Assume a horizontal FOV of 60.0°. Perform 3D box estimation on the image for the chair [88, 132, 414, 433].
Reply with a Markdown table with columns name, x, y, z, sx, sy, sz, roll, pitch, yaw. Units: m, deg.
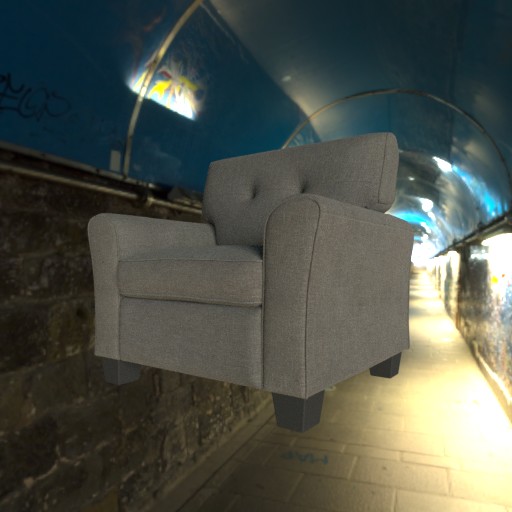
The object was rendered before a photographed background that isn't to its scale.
| name | x | y | z | sx | sy | sz | roll | pitch | yaw |
| --- | --- | --- | --- | --- | --- | --- | --- | --- | --- |
| chair | 0.000 | 0.000 | 1.621 | 0.941 | 0.890 | 0.816 | 0 | -1 | 36 |
